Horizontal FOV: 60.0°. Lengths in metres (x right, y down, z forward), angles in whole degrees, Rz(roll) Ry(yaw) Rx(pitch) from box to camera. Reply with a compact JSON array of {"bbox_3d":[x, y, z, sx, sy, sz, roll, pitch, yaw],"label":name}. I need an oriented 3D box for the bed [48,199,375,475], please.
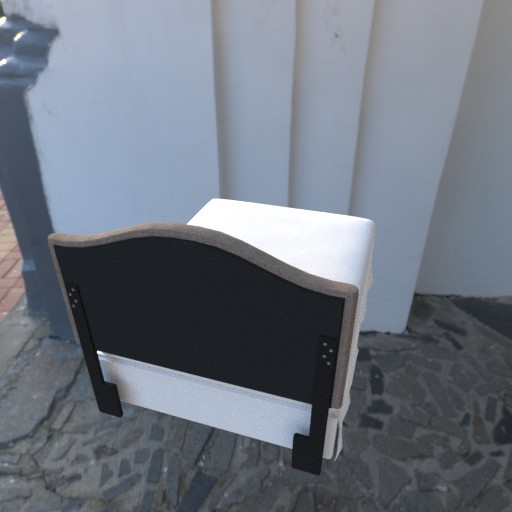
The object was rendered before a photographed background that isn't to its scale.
[{"bbox_3d":[0.000,0.000,3.287,1.713,1.518,2.153,10,33,15],"label":"bed"}]
